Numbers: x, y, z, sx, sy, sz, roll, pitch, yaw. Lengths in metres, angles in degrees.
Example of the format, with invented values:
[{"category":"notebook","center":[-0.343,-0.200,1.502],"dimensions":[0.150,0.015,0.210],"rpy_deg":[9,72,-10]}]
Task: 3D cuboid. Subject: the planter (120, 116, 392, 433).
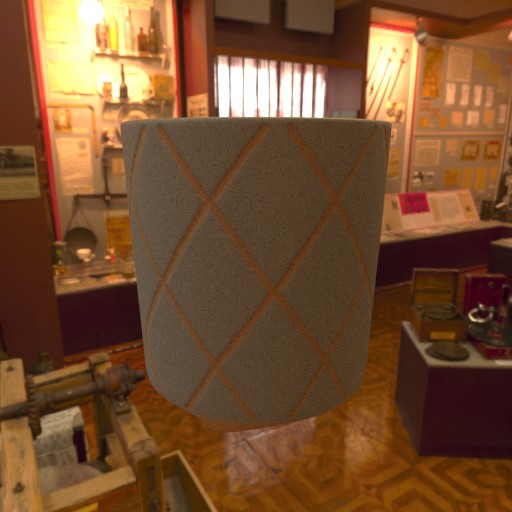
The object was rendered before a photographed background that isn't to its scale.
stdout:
[{"category":"planter","center":[0.000,0.000,0.349],"dimensions":[0.191,0.200,0.191],"rpy_deg":[0,14,0]}]
